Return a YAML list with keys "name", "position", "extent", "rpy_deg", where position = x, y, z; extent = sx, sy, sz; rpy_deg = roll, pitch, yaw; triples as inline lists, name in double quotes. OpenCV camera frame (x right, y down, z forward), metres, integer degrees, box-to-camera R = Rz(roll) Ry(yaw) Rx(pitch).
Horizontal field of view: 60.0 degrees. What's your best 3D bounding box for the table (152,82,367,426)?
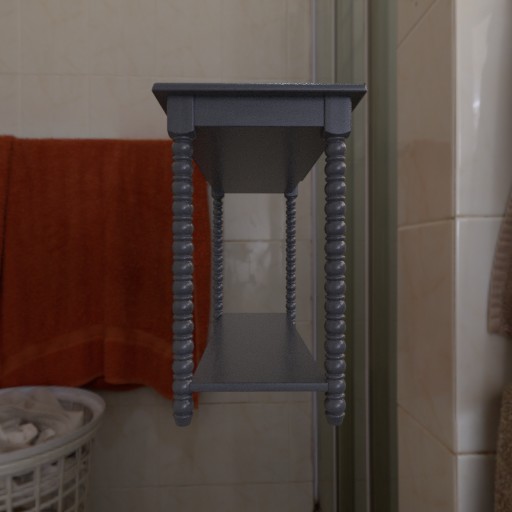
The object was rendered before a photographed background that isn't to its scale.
- name: "table"
  position: [0.000, 0.000, 1.516]
  extent: [0.459, 0.735, 1.184]
  rpy_deg: [0, 1, -1]
